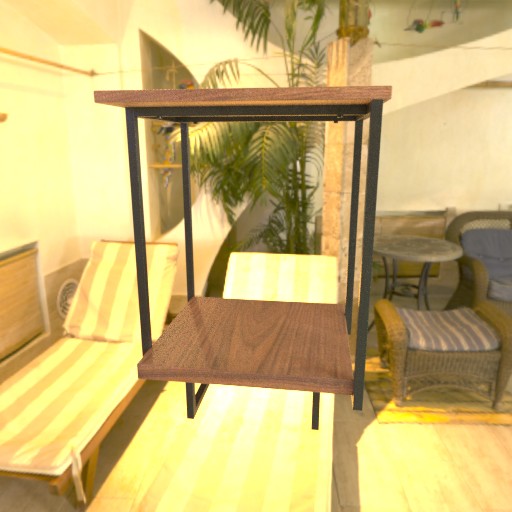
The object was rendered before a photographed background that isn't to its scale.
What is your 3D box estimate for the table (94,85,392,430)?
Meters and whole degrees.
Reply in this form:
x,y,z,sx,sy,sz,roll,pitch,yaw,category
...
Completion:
x,y,z,sx,sy,sz,roll,pitch,yaw,category
0.000,0.000,0.854,0.411,0.567,0.384,2,15,8,table
